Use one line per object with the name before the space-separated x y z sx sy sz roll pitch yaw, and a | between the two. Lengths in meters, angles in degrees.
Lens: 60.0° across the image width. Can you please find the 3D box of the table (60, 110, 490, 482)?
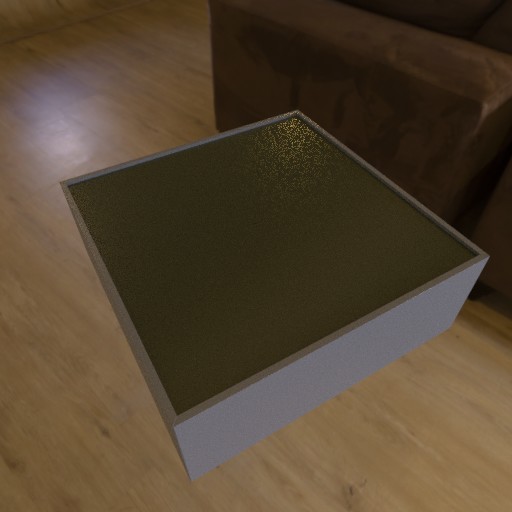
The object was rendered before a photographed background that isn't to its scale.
table | 0.000 0.000 1.245 0.801 0.299 0.801 -23 51 -20
